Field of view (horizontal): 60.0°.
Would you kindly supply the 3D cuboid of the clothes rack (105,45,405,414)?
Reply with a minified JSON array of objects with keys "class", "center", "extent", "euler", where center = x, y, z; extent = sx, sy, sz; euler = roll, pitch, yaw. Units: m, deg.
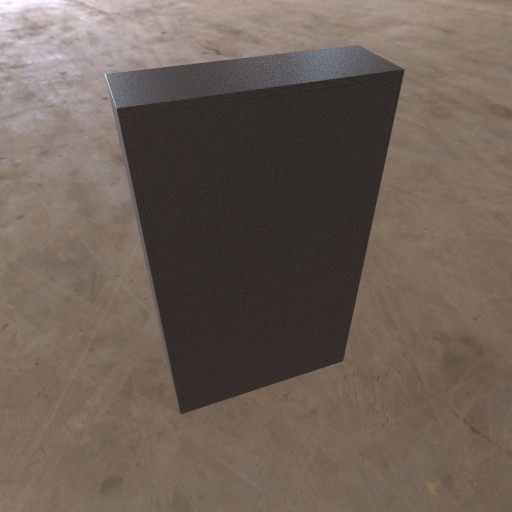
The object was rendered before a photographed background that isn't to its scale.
[{"class":"clothes rack","center":[0.000,0.000,1.582],"extent":[0.750,1.280,0.250],"euler":[-14,42,-15]}]
